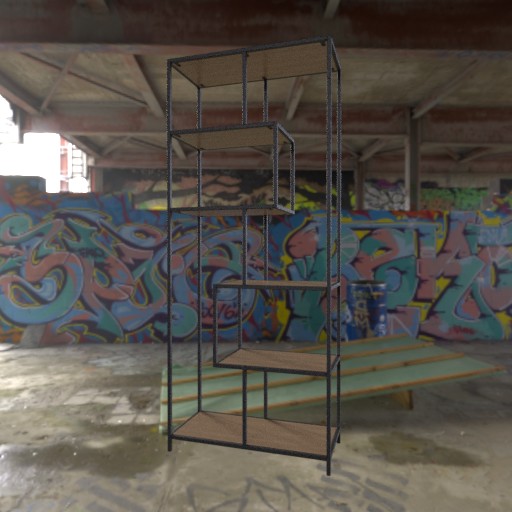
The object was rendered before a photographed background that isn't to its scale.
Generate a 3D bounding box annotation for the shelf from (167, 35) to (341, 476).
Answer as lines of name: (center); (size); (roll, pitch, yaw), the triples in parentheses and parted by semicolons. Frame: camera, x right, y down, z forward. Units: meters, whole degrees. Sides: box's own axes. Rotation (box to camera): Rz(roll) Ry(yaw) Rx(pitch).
shelf: (0.000, 0.000, 2.141); (0.770, 1.850, 0.350); (0, 1, 18)
